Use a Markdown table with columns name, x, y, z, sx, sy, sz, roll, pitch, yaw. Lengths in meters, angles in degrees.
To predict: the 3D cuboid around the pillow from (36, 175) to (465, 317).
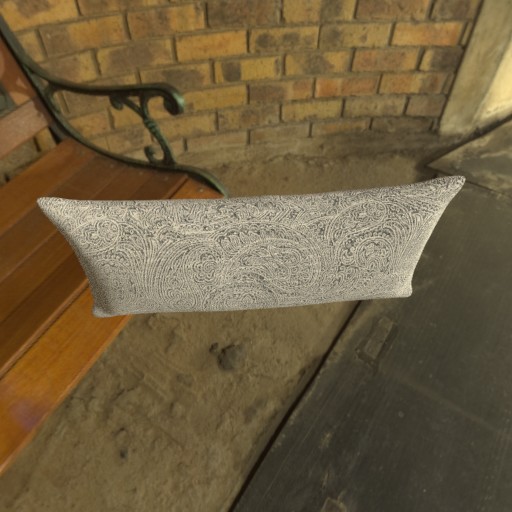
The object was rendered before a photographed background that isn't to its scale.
| name | x | y | z | sx | sy | sz | roll | pitch | yaw |
| --- | --- | --- | --- | --- | --- | --- | --- | --- | --- |
| pillow | 0.000 | 0.000 | 0.741 | 0.615 | 0.295 | 0.151 | -3 | 49 | -3 |
